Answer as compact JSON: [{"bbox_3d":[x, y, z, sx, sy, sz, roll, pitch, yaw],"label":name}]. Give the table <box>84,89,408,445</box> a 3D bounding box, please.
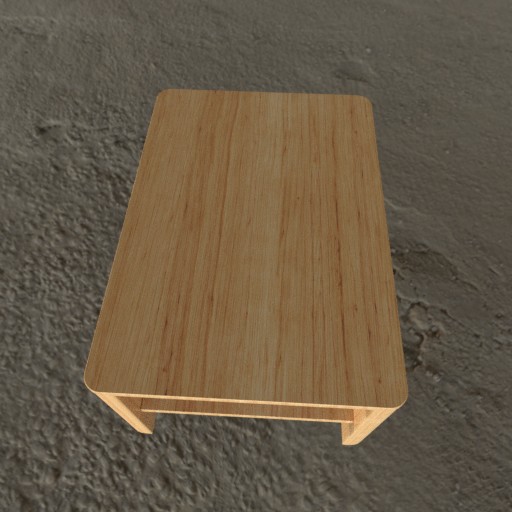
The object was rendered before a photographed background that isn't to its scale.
[{"bbox_3d":[0.000,0.000,1.380,0.696,0.445,0.997,3,58,2],"label":"table"}]
